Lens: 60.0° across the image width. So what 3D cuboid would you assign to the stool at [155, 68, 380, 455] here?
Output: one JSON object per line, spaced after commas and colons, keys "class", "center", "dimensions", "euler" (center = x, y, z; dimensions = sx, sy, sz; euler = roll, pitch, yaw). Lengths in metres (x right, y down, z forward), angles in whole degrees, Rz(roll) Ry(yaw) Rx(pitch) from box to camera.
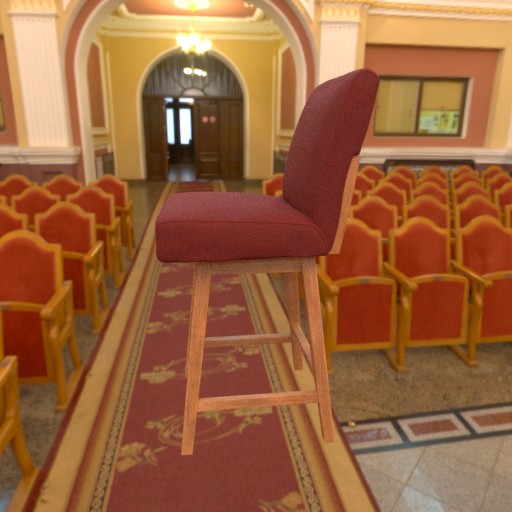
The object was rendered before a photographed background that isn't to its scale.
{"class": "stool", "center": [0.000, 0.000, 1.357], "dimensions": [0.562, 1.038, 0.468], "euler": [-2, 16, -7]}
